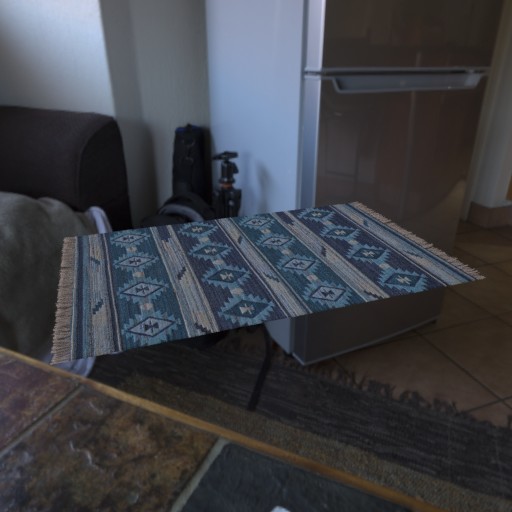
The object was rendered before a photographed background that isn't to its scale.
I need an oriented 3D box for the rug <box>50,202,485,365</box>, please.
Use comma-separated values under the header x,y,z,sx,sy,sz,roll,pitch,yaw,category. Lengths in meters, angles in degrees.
x,y,z,sx,sy,sz,roll,pitch,yaw,category
0.000,0.000,2.325,1.936,0.028,1.181,-9,27,-17,rug
